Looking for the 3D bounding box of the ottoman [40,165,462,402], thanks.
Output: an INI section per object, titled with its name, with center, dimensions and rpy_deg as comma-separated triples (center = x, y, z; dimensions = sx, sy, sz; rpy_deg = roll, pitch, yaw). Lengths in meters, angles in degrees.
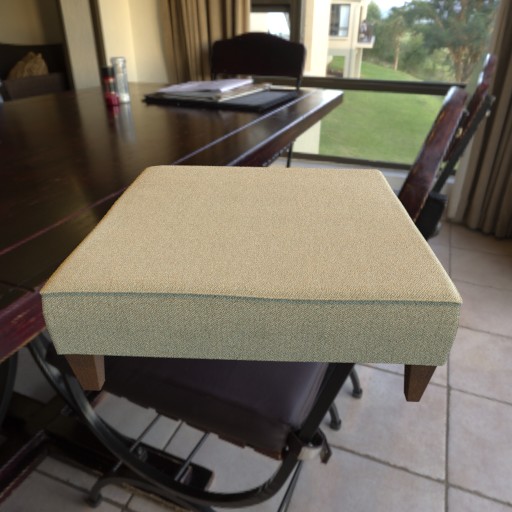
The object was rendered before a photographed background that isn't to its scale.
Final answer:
[ottoman]
center = 0.000, 0.000, 1.520
dimensions = 1.004, 0.379, 0.968
rpy_deg = 1, 29, 2
